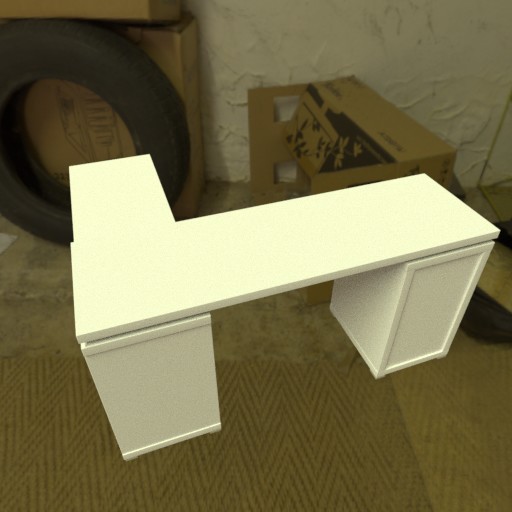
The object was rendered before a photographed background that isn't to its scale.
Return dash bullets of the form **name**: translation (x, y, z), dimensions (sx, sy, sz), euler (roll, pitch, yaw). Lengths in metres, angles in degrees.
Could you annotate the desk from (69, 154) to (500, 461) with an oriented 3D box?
- **desk**: translation (0.000, 0.000, 2.142), dimensions (1.524, 0.753, 1.200), euler (-13, 41, -15)
